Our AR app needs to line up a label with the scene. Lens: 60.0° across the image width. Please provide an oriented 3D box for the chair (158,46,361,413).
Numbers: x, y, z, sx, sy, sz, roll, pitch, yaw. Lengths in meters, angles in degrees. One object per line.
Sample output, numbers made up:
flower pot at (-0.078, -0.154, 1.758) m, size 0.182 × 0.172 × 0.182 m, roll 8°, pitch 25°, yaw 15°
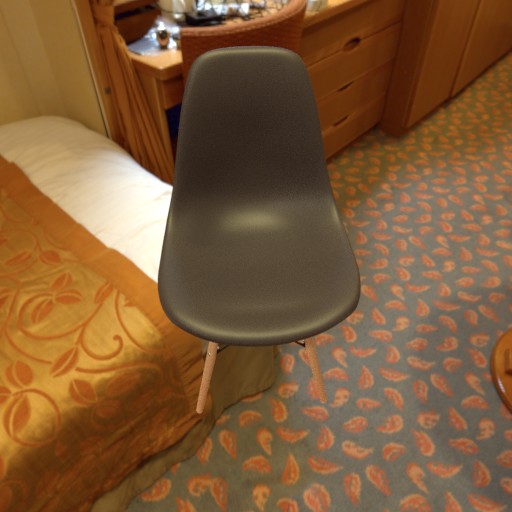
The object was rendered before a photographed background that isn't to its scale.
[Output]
chair at (0.000, 0.000, 1.117) m, size 0.470 × 0.825 × 0.533 m, roll -3°, pitch 45°, yaw -3°
